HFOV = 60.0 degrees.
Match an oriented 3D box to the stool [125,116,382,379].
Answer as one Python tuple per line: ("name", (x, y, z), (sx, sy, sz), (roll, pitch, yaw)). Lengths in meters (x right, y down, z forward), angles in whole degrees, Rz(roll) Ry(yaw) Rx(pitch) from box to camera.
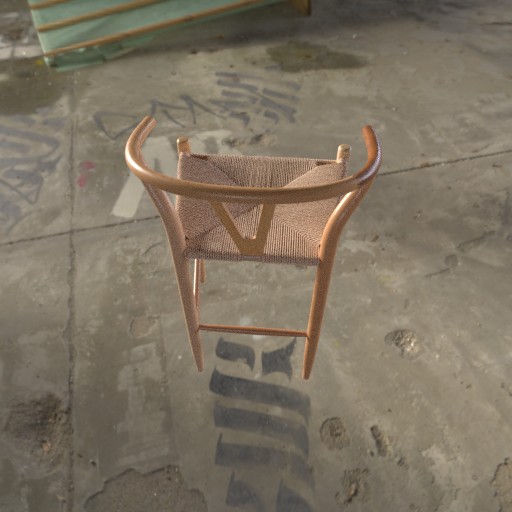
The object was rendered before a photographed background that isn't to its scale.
("stool", (0.000, 0.000, 1.275), (0.536, 0.923, 0.575), (3, 47, 3))
